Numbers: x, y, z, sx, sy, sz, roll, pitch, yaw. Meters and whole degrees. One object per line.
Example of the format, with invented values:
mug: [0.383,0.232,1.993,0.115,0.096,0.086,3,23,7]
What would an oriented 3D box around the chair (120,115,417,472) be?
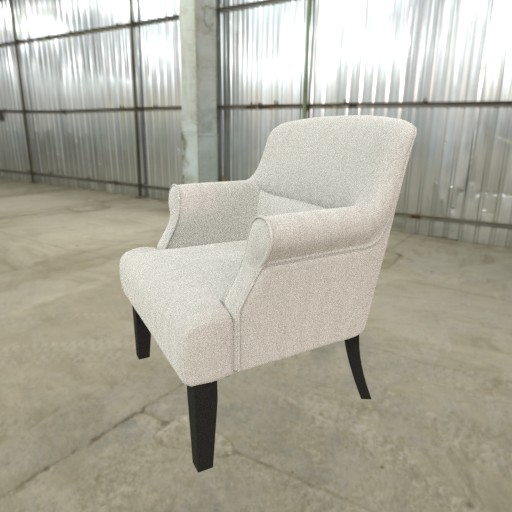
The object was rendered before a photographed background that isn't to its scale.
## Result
chair: [0.000,0.000,1.437,0.750,0.875,0.781,-8,18,-26]
